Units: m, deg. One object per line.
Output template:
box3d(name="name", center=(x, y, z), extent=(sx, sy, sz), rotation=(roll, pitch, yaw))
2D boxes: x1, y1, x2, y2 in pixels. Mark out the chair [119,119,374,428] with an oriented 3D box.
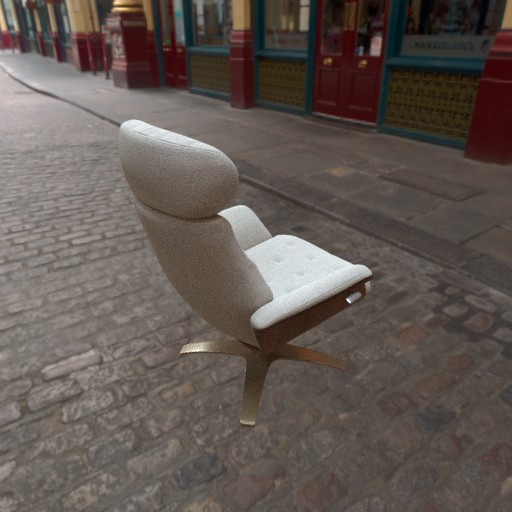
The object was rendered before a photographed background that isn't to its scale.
box3d(name="chair", center=(0.000, 0.000, 1.624), extent=(0.837, 0.995, 0.785), rotation=(-18, 31, -32))
